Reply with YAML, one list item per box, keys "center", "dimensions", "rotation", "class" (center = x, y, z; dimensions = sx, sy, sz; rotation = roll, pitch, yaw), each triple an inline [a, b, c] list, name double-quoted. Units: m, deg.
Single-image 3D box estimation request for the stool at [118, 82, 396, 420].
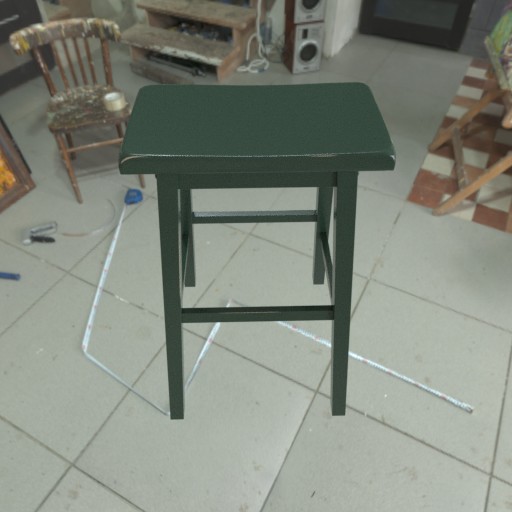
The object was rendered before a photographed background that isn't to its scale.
- center: [0.000, 0.000, 1.050]
  dimensions: [0.457, 0.737, 0.476]
  rotation: [-1, 47, -1]
  class: "stool"
